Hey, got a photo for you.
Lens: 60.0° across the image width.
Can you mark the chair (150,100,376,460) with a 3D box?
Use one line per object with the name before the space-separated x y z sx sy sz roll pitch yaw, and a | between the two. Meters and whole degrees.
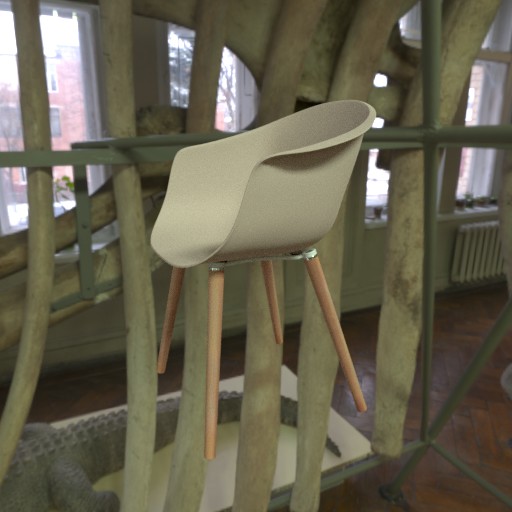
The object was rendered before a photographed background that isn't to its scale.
chair | 0.000 0.000 1.155 0.504 0.781 0.593 -8 17 -26
